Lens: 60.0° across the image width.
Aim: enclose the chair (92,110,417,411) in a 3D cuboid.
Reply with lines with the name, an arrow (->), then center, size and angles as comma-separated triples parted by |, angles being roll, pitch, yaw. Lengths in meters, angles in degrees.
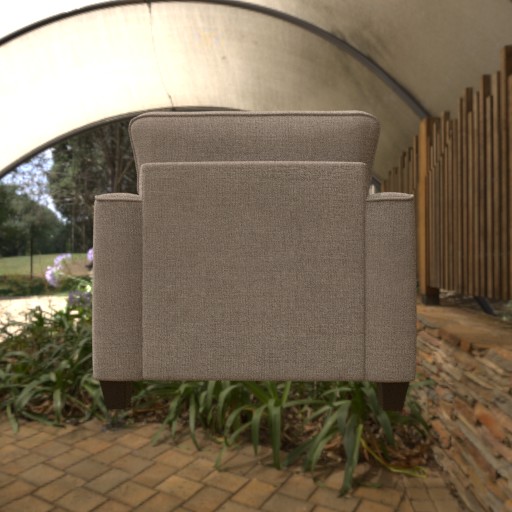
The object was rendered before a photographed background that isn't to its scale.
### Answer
chair -> 0.000, 0.000, 1.803 | 1.015, 0.965, 0.939 | 0, -1, 1
